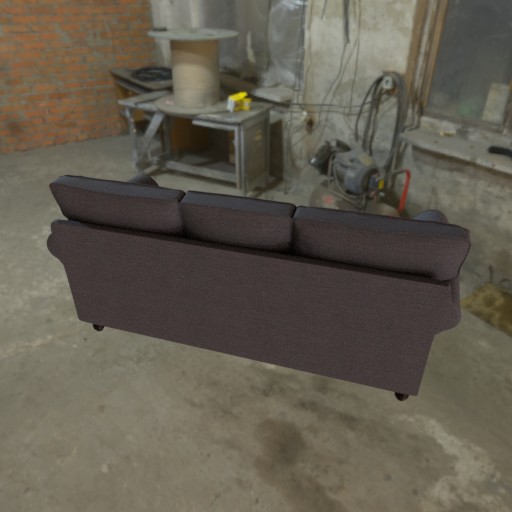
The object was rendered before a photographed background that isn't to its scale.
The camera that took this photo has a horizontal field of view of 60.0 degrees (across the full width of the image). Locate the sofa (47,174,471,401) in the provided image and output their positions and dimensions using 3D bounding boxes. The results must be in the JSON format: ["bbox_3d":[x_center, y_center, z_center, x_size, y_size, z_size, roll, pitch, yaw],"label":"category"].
[{"bbox_3d":[0.000,0.000,2.534,2.084,0.966,0.909,9,33,15],"label":"sofa"}]
